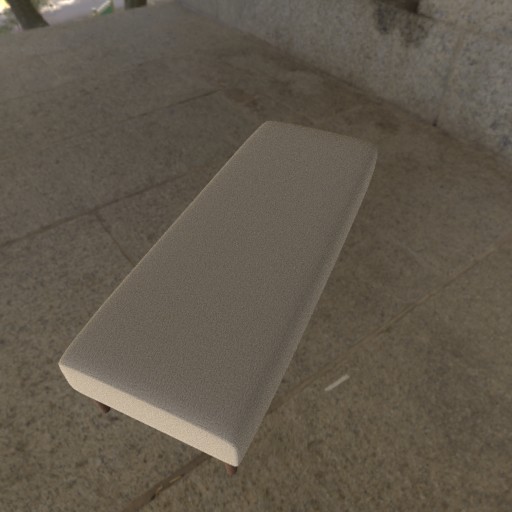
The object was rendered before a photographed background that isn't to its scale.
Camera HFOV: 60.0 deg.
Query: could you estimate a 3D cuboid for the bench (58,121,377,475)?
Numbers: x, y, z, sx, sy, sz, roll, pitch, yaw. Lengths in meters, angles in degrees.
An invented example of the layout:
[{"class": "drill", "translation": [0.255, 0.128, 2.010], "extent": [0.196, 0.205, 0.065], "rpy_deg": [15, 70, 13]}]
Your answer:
[{"class": "bench", "translation": [0.000, 0.000, 1.872], "extent": [0.646, 0.393, 1.609], "rpy_deg": [18, 48, 17]}]
